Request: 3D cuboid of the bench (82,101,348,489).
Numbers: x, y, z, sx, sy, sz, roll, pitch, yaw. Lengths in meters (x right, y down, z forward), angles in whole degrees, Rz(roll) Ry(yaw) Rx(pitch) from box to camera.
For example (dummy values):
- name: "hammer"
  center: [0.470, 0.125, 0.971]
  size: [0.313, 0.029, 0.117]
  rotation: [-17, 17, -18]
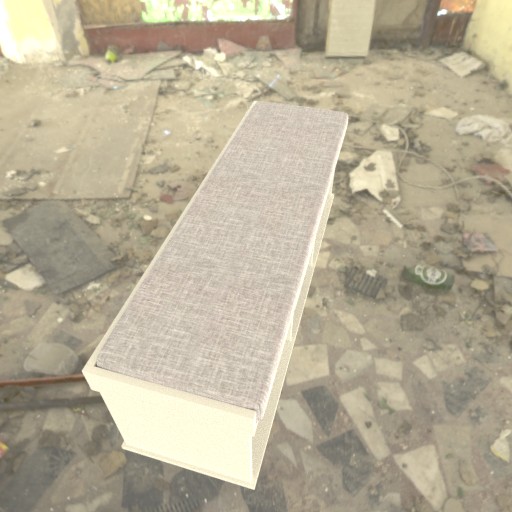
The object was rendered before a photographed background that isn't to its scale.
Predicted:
- name: "bench"
  center: [0.000, 0.000, 1.382]
  size: [0.363, 0.453, 1.196]
  rotation: [12, 46, 11]
